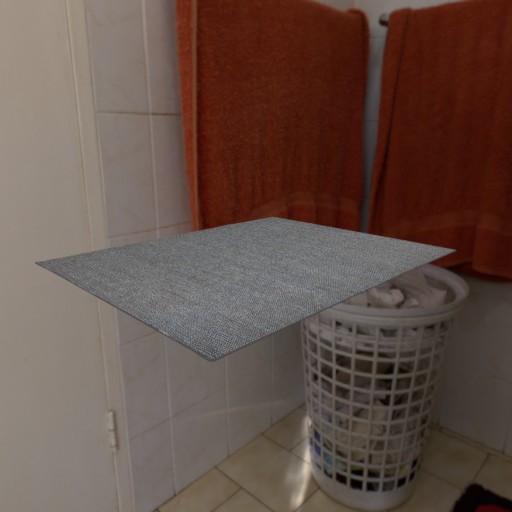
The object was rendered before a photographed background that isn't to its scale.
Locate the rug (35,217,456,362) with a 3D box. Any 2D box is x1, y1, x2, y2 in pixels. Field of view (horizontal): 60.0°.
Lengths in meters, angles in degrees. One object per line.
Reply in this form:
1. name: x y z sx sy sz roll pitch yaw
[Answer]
1. rug: 0.000 0.000 4.105 3.068 0.021 2.456 -15 22 -43
